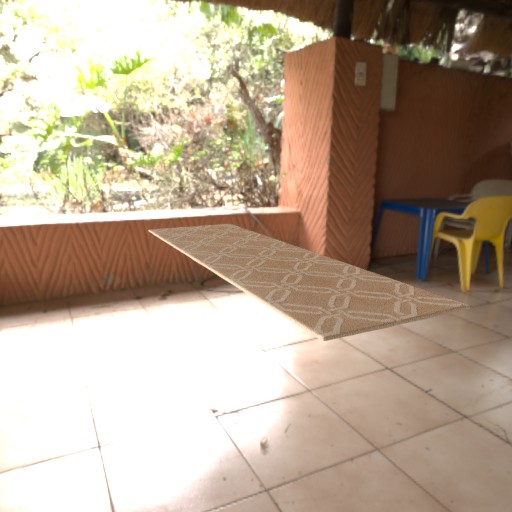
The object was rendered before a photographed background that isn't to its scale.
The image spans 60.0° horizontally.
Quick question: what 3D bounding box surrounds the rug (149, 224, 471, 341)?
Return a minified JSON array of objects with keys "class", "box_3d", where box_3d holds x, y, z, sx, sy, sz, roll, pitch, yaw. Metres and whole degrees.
[{"class":"rug","box_3d":[0.000,0.000,2.518,0.678,0.014,2.276,-6,14,-26]}]
